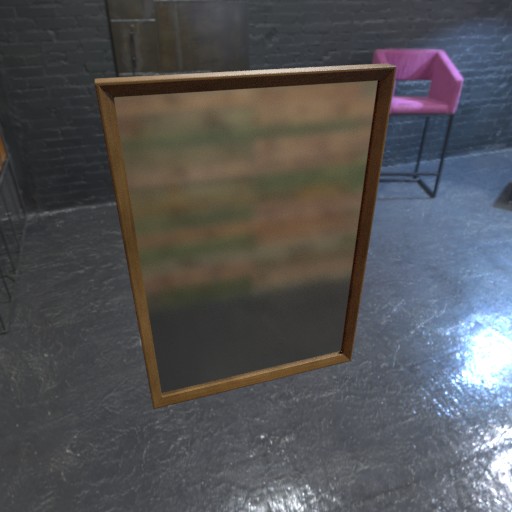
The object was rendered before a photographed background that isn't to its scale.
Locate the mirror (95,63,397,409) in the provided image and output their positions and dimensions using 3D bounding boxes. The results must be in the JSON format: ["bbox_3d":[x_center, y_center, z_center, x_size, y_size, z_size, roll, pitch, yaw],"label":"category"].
[{"bbox_3d":[0.000,0.000,0.914,0.508,0.711,0.039,-9,33,-15],"label":"mirror"}]
